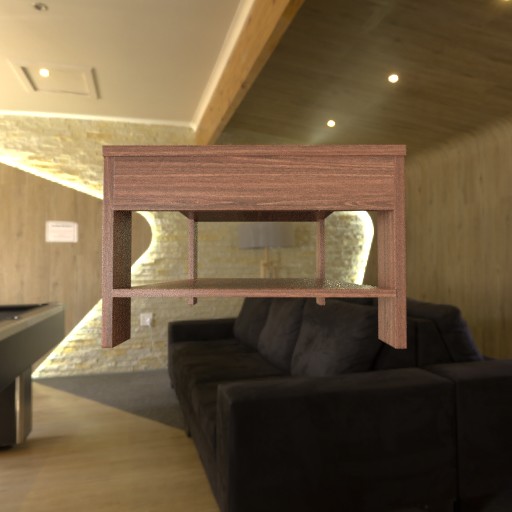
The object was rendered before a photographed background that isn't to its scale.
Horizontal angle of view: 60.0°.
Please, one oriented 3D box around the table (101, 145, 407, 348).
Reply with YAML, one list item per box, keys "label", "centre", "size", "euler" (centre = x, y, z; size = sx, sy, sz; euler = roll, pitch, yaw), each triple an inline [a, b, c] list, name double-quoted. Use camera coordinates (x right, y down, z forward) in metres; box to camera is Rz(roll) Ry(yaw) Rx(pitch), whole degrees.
- label: "table"
  centre: [0.000, 0.000, 1.468]
  size: [0.600, 0.400, 1.200]
  euler: [0, -2, 0]
